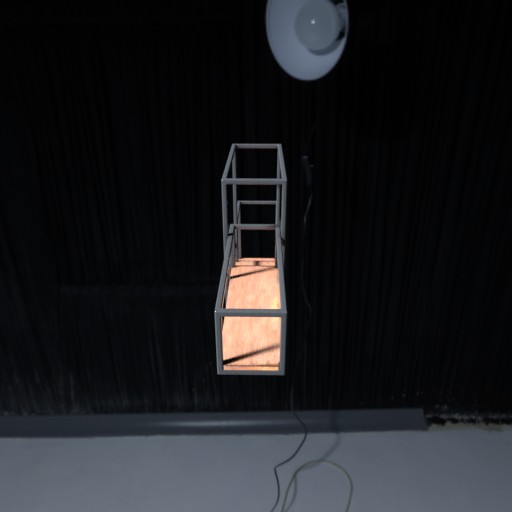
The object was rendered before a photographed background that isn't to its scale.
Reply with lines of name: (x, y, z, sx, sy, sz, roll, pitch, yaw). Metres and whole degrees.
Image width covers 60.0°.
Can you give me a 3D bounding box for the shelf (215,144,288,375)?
shelf: (0.000, 0.000, 2.142, 0.275, 0.972, 1.781, 0, 26, 1)
